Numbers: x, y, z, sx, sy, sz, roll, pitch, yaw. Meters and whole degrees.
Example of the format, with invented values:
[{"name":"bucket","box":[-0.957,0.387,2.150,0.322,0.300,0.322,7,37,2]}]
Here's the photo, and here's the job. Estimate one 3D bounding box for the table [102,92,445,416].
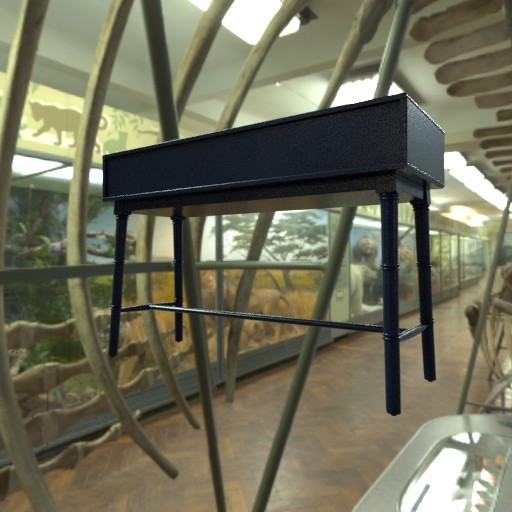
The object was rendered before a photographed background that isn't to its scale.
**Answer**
[{"name":"table","box":[0.000,0.000,1.490,1.118,0.749,0.399,0,0,35]}]
